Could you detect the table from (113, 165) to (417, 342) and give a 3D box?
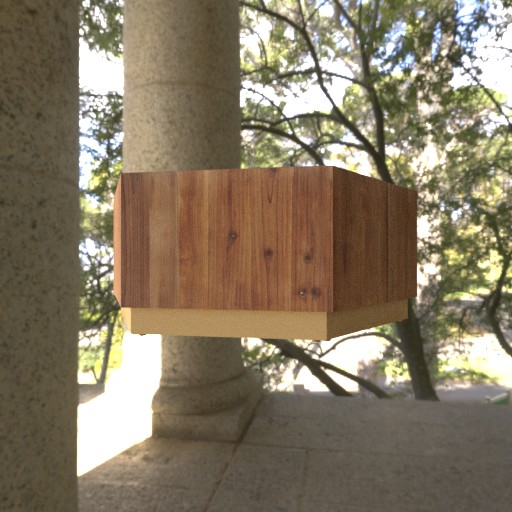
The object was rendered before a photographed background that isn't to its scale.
[{"bbox_3d":[0.000,0.000,1.664,1.000,0.456,1.154,0,0,-20],"label":"table"}]
